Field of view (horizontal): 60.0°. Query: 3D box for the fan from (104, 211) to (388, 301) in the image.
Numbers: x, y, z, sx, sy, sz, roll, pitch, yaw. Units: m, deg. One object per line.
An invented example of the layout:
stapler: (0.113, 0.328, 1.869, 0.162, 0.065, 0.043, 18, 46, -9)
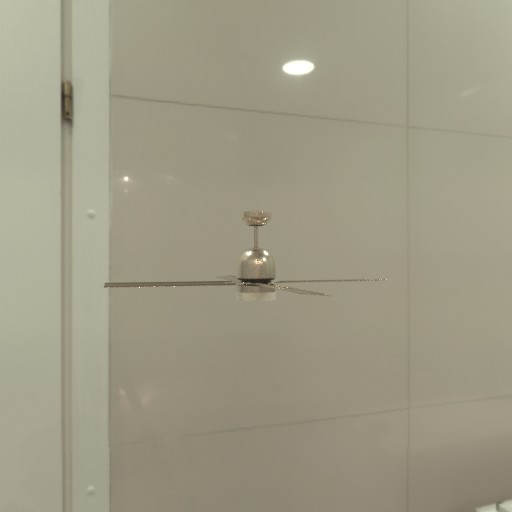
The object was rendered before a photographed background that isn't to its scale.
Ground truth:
fan: (0.000, 0.000, 2.073, 1.346, 0.406, 1.346, 0, 0, -18)
